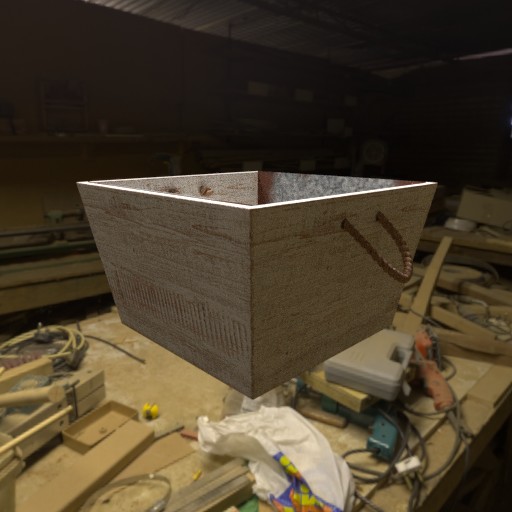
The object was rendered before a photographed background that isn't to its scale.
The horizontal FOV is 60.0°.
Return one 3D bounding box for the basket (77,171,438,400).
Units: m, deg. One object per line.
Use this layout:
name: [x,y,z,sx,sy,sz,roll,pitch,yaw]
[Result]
basket: [0.000,0.000,0.746,0.413,0.247,0.545,-14,20,-42]
